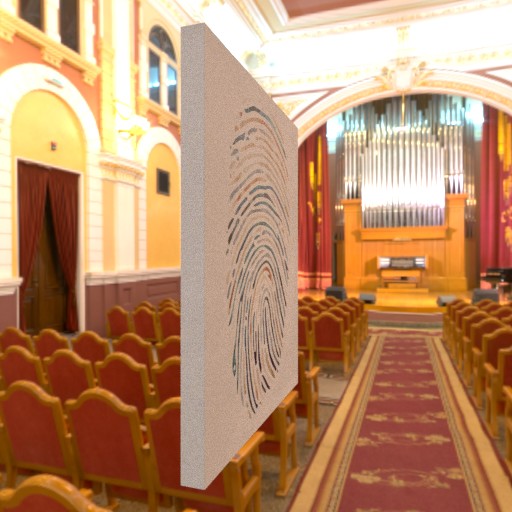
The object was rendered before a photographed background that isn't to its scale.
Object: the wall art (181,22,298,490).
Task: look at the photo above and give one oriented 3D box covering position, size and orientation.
[{"bbox_3d":[0.000,0.000,0.819,0.037,0.606,0.508,0,0,19],"label":"wall art"}]
